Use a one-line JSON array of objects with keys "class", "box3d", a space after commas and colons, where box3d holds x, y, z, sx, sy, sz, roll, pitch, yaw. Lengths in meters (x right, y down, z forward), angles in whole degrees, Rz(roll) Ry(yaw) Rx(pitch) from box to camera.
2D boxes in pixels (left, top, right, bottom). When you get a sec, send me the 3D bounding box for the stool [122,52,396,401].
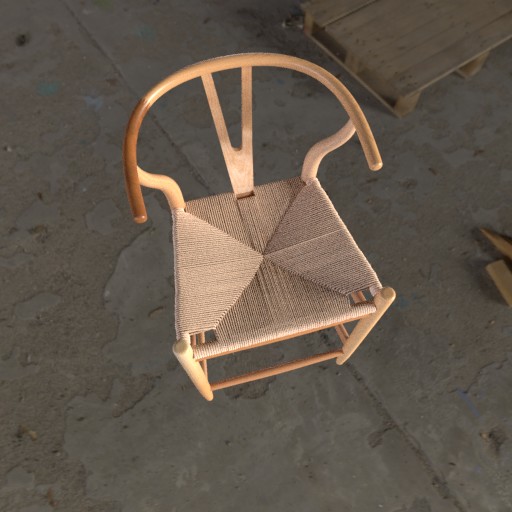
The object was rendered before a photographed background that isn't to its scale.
[{"class": "stool", "box3d": [0.000, 0.000, 1.282, 0.536, 0.923, 0.575, -14, 64, -7]}]
